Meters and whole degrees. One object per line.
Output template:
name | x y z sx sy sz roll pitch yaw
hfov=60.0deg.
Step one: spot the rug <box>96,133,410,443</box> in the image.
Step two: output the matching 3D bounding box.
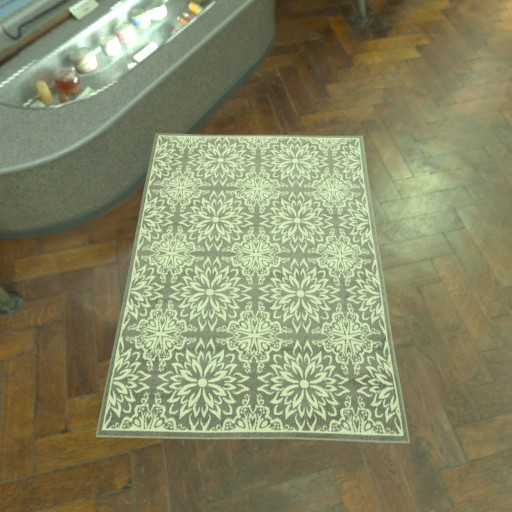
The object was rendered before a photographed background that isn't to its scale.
rug | 0.000 0.000 2.845 1.608 0.014 2.213 1 58 1
